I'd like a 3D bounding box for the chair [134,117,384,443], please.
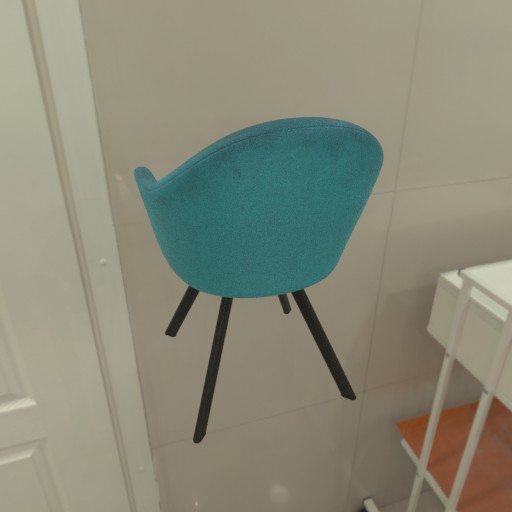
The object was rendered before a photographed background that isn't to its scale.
[{"bbox_3d":[0.000,0.000,1.155,0.540,0.780,0.570,-9,29,-17],"label":"chair"}]
